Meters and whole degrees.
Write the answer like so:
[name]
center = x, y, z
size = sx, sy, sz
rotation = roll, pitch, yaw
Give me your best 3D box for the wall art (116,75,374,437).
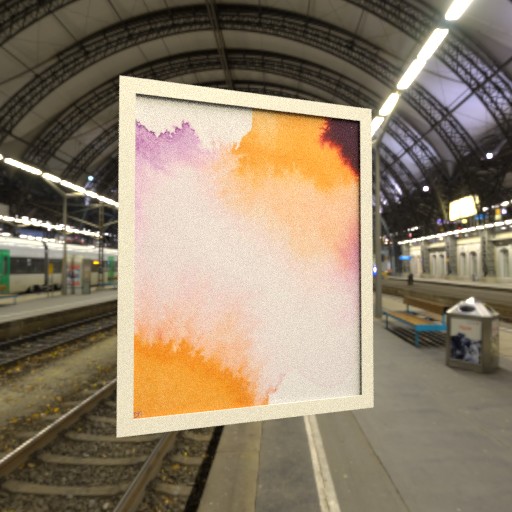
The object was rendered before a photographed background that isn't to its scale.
[wall art]
center = 0.000, 0.000, 1.112
size = 0.661, 0.811, 0.026
rotation = 1, -2, -19
